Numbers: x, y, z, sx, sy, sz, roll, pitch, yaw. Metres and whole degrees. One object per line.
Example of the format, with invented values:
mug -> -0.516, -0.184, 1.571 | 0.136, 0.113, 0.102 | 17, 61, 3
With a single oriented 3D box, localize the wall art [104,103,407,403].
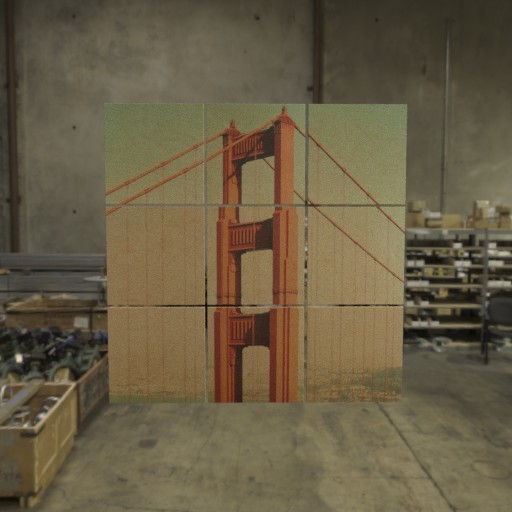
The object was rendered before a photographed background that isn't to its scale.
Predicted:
wall art -> 0.000, 0.000, 1.813 | 1.214, 1.219, 0.013 | 0, 3, -1
